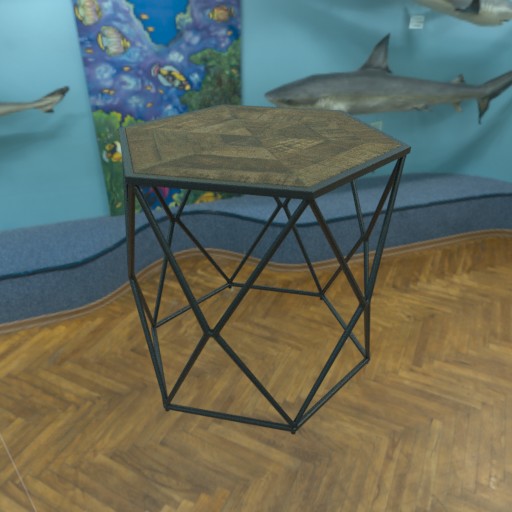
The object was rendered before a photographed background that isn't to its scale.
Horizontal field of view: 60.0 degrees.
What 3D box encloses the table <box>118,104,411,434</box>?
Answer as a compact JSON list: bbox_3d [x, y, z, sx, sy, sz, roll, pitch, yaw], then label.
[{"bbox_3d":[0.000,0.000,1.033,0.579,0.564,0.578,-9,33,-14],"label":"table"}]
